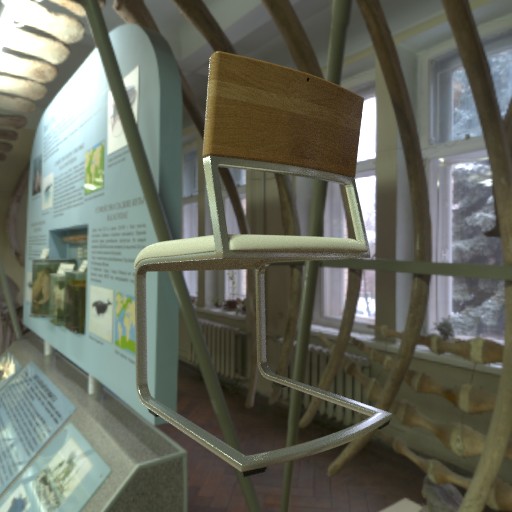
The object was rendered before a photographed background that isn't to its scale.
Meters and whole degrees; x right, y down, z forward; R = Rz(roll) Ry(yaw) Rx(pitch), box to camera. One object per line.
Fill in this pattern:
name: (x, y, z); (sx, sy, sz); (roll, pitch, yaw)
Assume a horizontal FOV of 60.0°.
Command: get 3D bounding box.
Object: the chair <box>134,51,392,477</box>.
chair: (0.000, 0.000, 1.187); (0.467, 0.844, 0.585); (0, 0, -37)
